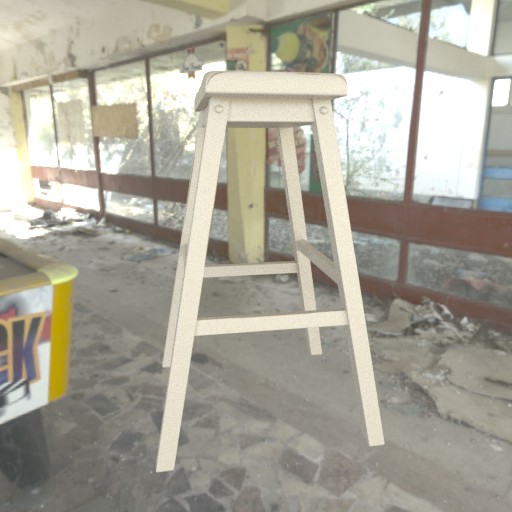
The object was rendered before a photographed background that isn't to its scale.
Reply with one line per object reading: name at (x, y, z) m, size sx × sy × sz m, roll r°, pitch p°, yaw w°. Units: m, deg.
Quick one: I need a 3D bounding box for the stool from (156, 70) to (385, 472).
stool at (0.000, 0.000, 1.030) m, size 0.476 × 0.737 × 0.457 m, roll -2°, pitch 15°, yaw -10°
